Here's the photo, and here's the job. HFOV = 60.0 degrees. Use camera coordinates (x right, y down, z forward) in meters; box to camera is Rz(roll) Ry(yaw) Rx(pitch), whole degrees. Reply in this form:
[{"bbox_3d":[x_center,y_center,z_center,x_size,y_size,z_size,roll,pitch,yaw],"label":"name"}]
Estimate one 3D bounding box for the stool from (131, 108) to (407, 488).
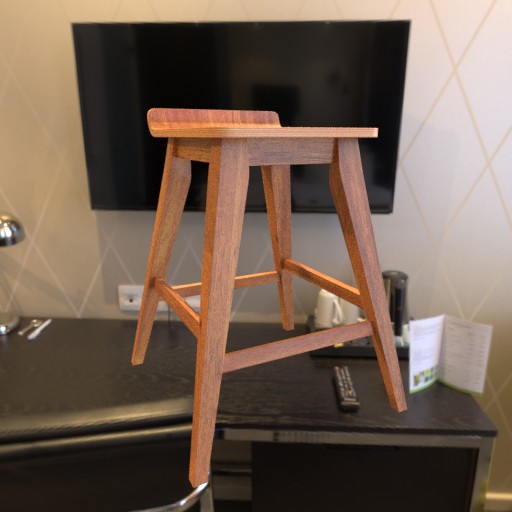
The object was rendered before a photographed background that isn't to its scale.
[{"bbox_3d":[0.000,0.000,1.007,0.500,0.650,0.500,-8,17,-26],"label":"stool"}]
